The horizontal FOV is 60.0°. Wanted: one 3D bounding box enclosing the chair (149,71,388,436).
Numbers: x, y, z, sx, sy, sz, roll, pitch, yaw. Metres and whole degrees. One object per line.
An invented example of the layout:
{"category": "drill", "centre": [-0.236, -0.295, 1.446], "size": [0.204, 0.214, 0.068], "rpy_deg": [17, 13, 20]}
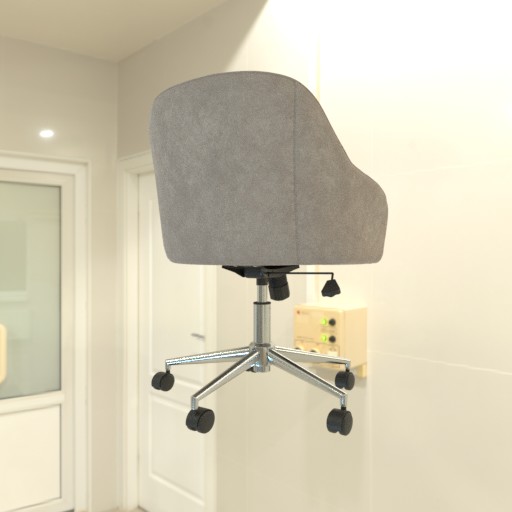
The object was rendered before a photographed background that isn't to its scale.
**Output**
{"category": "chair", "centre": [0.000, 0.000, 1.269], "size": [0.635, 0.831, 0.573], "rpy_deg": [0, 0, 35]}
